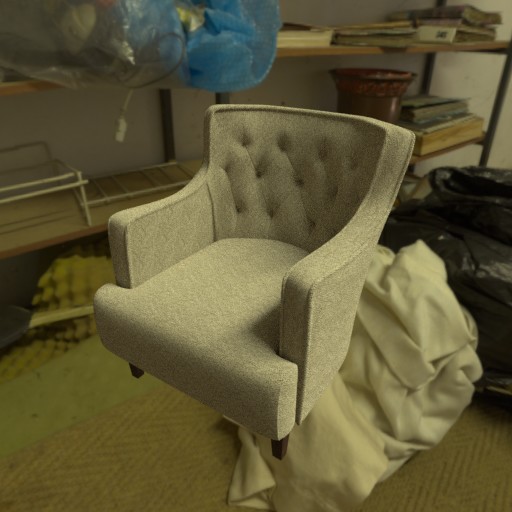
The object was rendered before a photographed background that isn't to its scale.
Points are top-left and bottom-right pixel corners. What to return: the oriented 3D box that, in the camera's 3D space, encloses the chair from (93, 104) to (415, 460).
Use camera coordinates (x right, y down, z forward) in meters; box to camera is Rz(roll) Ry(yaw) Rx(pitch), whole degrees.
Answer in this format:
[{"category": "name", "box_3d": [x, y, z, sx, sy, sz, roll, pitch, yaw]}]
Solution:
[{"category": "chair", "box_3d": [0.000, 0.000, 1.633, 0.820, 0.920, 0.910, 18, 33, 29]}]
